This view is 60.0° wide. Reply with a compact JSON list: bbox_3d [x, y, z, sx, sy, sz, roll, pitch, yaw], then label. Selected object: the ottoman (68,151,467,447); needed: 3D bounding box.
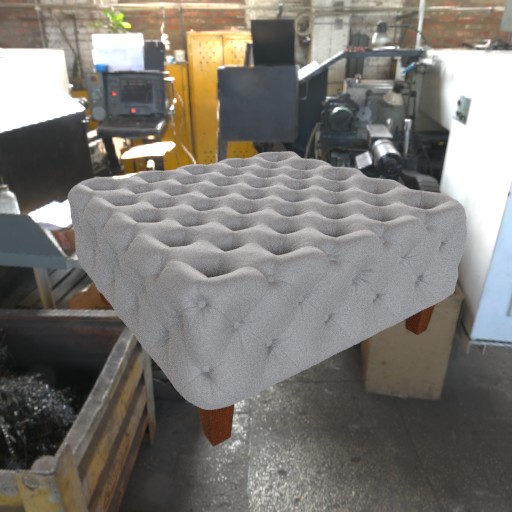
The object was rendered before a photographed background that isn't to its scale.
[{"bbox_3d":[0.000,0.000,1.170,0.764,0.365,0.758,-17,30,-32],"label":"ottoman"}]
